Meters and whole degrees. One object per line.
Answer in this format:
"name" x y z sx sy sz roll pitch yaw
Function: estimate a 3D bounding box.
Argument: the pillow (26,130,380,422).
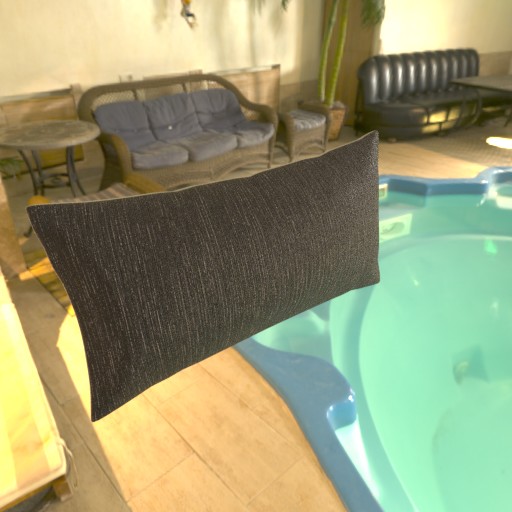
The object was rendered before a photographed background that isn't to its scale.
"pillow" 0.000 0.000 0.714 0.608 0.305 0.156 -20 35 -31
